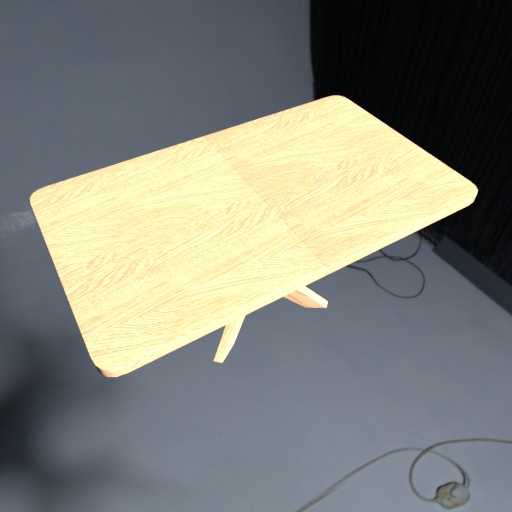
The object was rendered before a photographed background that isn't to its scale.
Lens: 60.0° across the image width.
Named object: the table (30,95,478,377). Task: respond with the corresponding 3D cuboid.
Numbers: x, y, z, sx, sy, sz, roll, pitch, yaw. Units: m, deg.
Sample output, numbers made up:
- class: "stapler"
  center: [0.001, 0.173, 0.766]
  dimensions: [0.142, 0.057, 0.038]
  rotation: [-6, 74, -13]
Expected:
- class: "table"
  center: [0.000, 0.000, 2.081]
  dimensions: [1.600, 0.770, 0.950]
  rotation: [-24, 52, -20]
